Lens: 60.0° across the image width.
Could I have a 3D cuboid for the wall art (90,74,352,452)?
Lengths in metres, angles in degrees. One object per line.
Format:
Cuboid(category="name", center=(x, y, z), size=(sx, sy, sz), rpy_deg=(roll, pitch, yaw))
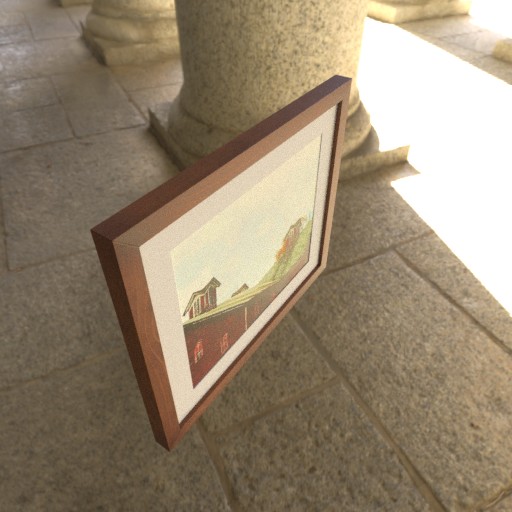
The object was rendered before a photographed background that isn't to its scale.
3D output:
Cuboid(category="wall art", center=(0.000, 0.000, 0.775), size=(0.033, 0.457, 0.558), rpy_deg=(24, 47, 25))
